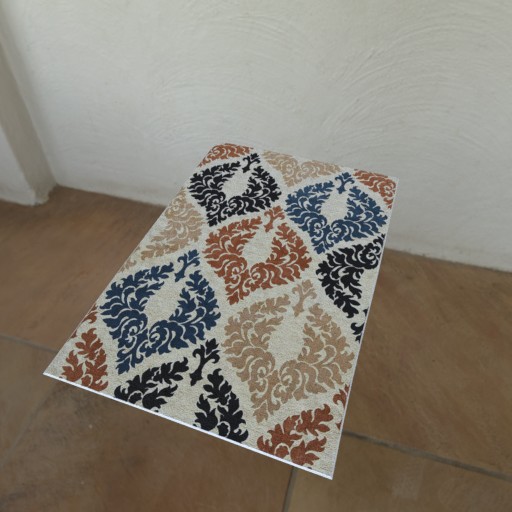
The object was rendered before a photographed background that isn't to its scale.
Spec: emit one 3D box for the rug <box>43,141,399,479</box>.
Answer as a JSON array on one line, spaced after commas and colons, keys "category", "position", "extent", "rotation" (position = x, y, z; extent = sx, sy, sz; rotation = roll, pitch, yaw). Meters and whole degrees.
[{"category": "rug", "position": [0.000, 0.000, 2.824], "extent": [1.514, 0.014, 2.275], "rotation": [15, 49, 13]}]
